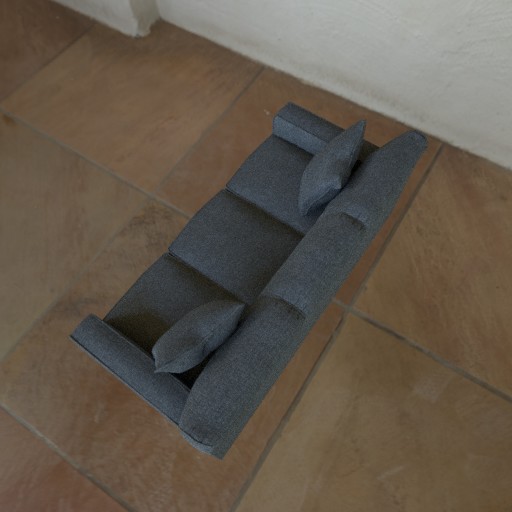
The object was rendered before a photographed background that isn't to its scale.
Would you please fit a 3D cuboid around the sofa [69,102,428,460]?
[{"bbox_3d":[0.000,0.000,2.622,0.997,0.958,2.024,33,68,15],"label":"sofa"}]
